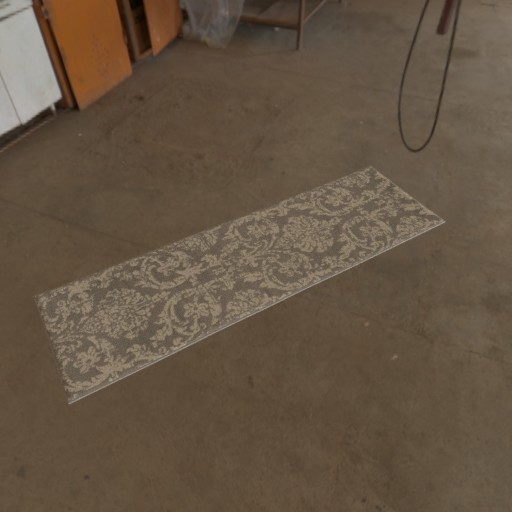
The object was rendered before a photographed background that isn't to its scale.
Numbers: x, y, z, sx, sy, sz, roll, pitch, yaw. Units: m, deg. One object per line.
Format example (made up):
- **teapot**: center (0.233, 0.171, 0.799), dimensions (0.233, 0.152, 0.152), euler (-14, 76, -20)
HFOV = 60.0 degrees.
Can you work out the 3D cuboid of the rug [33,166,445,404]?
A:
- **rug**: center (0.000, 0.000, 2.405), dimensions (2.196, 0.011, 0.662), euler (-23, 50, -21)
